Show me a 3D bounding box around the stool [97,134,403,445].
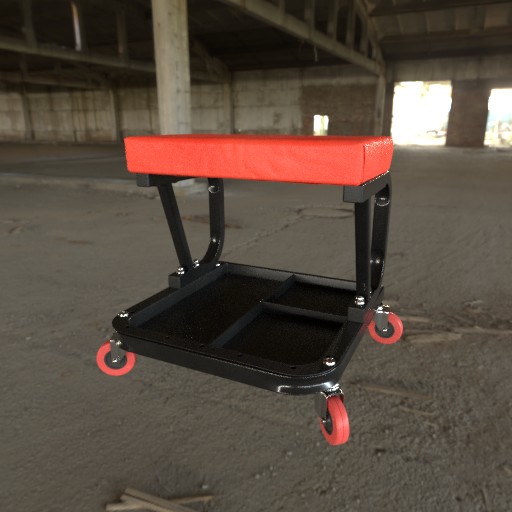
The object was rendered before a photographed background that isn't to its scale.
[{"bbox_3d":[0.000,0.000,0.728,0.446,0.380,0.371,8,19,24],"label":"stool"}]
